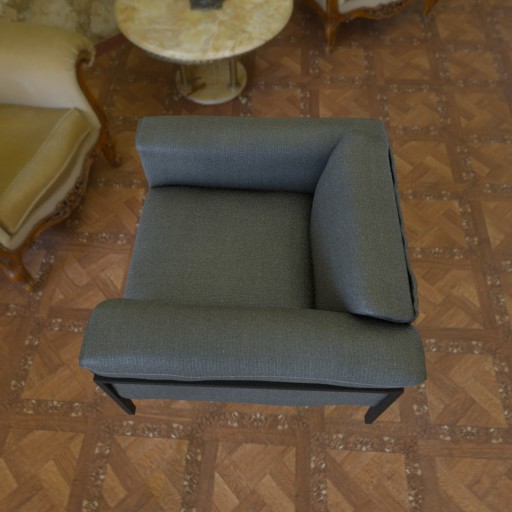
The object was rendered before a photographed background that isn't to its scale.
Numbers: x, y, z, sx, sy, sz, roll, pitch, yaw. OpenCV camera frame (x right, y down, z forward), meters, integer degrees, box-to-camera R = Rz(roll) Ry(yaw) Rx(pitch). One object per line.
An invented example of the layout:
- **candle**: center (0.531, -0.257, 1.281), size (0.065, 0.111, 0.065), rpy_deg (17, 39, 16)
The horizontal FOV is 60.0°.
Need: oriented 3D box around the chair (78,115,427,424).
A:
- **chair**: center (0.000, 0.000, 1.651), size (0.969, 0.646, 1.056), rpy_deg (2, 58, 1)
